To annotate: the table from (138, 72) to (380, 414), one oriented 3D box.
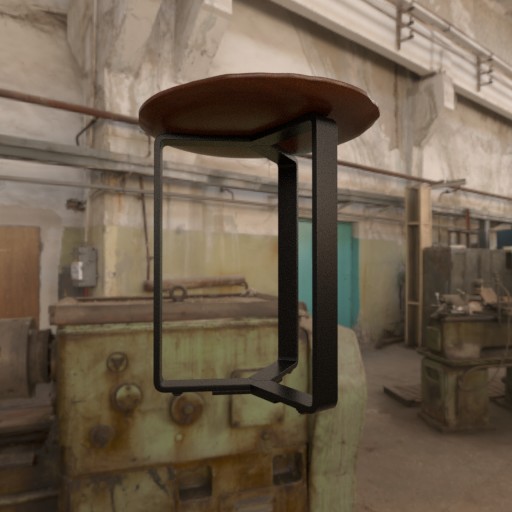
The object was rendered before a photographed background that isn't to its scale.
[{"bbox_3d":[0.000,0.000,0.744,0.380,0.450,0.410,0,-1,-36],"label":"table"}]
